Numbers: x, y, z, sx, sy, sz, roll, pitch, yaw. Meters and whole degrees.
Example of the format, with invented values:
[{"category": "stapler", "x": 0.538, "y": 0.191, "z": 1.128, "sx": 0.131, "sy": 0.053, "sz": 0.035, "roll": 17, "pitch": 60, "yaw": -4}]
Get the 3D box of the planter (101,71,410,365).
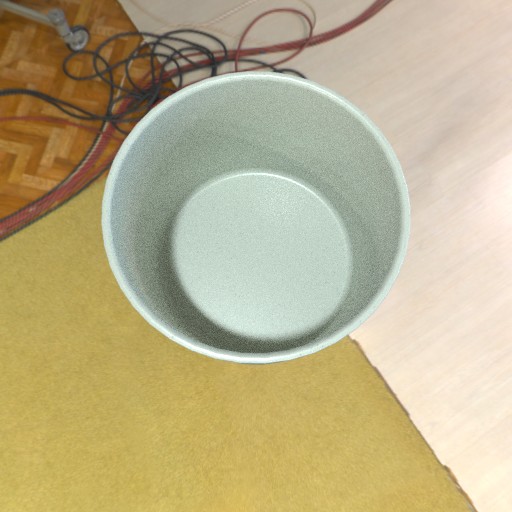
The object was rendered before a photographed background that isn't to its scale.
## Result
[{"category": "planter", "x": 0.000, "y": 0.000, "z": 0.403, "sx": 0.192, "sy": 0.263, "sz": 0.192, "roll": 0, "pitch": 76, "yaw": 0}]
